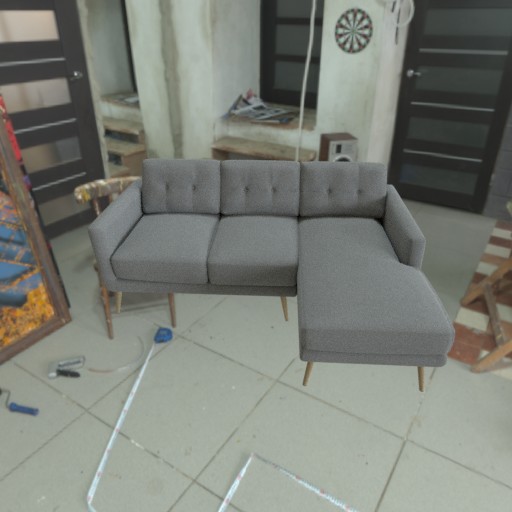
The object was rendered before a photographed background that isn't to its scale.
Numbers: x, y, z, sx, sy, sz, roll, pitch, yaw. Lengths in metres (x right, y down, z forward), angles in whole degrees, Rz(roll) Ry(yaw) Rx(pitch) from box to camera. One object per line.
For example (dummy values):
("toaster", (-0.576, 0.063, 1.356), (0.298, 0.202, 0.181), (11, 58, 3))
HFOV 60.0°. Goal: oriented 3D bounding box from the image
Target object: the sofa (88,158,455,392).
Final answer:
("sofa", (0.000, 0.000, 2.838), (2.040, 0.860, 1.530), (2, 29, 3))
